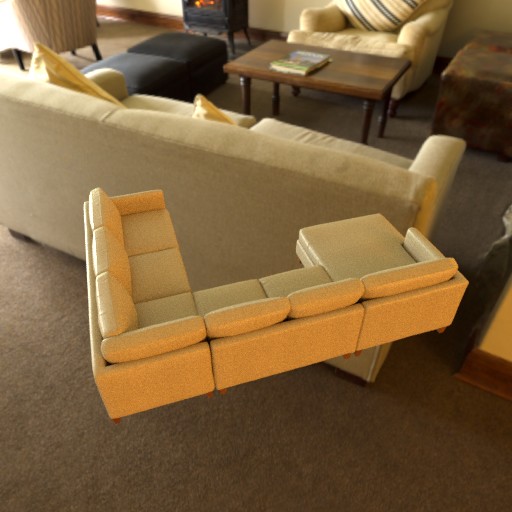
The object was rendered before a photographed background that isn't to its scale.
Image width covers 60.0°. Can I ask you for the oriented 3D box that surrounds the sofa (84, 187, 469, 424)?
[{"bbox_3d":[0.000,0.000,4.859,3.460,0.961,2.594,-12,42,-14],"label":"sofa"}]
